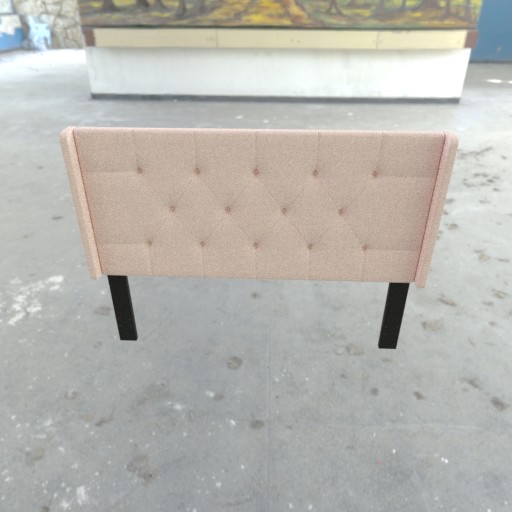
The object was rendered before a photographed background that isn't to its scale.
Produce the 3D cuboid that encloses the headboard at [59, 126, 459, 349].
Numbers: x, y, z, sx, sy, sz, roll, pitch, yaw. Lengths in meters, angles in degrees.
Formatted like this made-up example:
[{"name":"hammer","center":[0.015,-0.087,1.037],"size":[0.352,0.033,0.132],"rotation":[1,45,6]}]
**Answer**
[{"name":"headboard","center":[0.000,0.000,2.715],"size":[2.051,1.524,0.184],"rotation":[1,30,2]}]
